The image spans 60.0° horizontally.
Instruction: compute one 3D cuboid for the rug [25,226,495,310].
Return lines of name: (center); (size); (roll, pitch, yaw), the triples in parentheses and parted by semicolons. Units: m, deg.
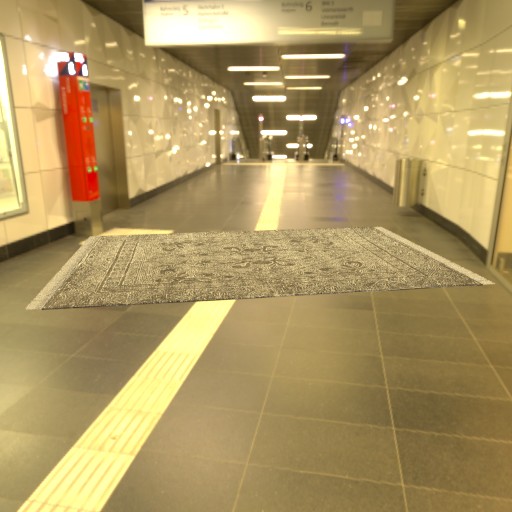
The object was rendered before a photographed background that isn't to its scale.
rug: (0.000, 0.000, 2.984); (2.440, 0.010, 1.529); (-2, 16, -8)
